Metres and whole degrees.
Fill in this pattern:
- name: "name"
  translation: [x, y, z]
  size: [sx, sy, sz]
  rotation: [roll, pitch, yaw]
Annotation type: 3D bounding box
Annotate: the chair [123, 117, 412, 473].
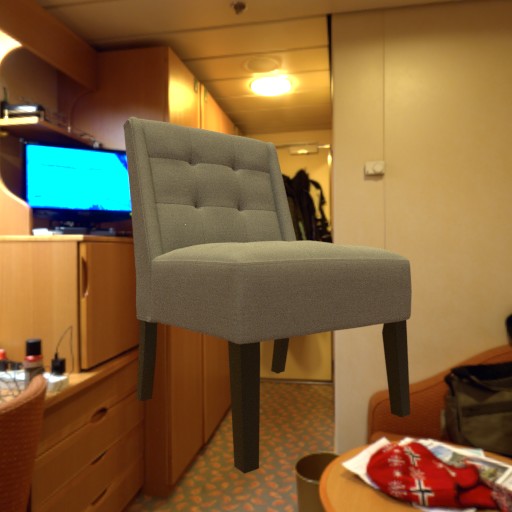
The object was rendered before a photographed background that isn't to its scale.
- name: "chair"
  translation: [0.000, 0.000, 1.279]
  size: [0.569, 0.853, 0.676]
  rotation: [0, 1, -36]
